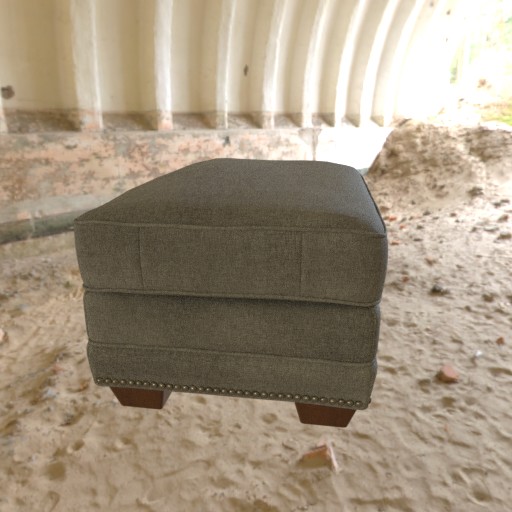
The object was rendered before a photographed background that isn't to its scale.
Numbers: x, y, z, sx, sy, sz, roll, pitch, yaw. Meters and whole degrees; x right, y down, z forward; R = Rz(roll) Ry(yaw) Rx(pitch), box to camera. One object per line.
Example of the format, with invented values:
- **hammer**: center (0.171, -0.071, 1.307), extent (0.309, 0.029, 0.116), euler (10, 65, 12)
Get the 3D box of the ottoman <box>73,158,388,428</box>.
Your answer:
- **ottoman**: center (0.000, 0.000, 1.138), extent (0.561, 0.457, 0.813), euler (3, 17, 8)
